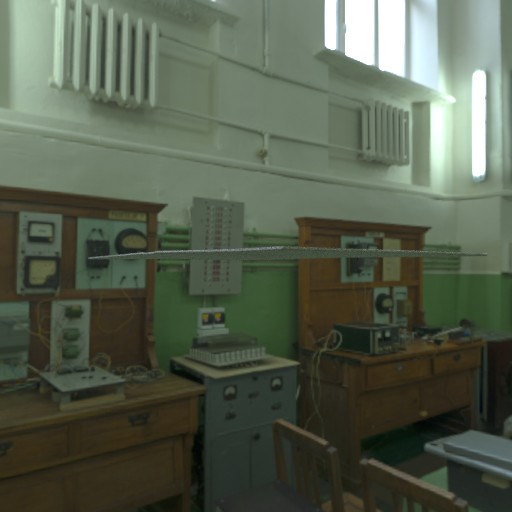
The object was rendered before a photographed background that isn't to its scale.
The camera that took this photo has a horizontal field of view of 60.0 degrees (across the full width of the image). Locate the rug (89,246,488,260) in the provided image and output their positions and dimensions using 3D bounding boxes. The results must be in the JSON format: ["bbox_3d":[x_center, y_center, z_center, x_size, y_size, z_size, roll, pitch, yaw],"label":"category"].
[{"bbox_3d":[0.000,0.000,2.307,1.179,0.022,1.820,1,-2,-37],"label":"rug"}]
